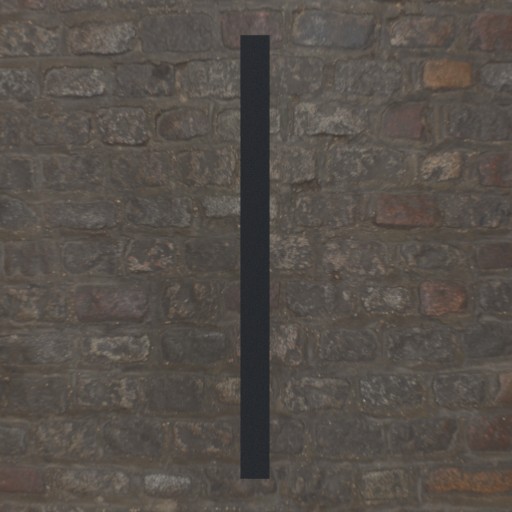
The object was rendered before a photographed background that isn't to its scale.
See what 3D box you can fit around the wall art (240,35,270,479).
[{"bbox_3d":[0.000,0.000,0.690,0.030,0.458,0.462,0,90,0],"label":"wall art"}]
